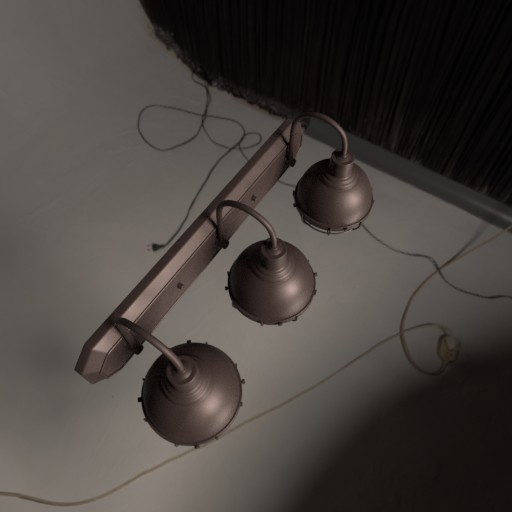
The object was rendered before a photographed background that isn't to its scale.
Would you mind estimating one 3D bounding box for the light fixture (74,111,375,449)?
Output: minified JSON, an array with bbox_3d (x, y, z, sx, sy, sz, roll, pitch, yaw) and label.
[{"bbox_3d":[0.000,0.000,0.767,0.229,0.254,0.634,30,64,16],"label":"light fixture"}]
